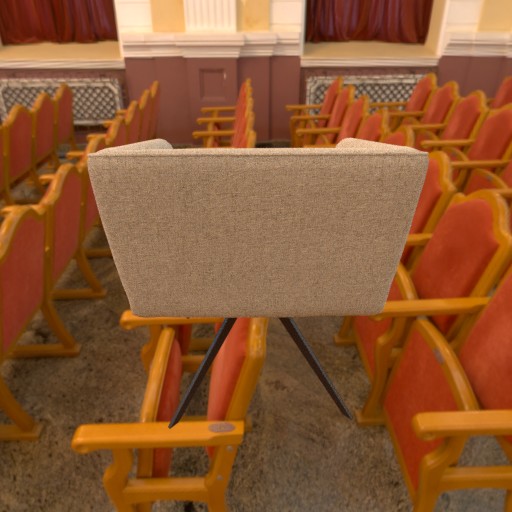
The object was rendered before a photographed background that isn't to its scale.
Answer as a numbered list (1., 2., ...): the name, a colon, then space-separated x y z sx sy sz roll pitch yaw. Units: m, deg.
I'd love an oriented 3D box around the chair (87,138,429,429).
1. chair: 0.000 0.000 1.227 0.628 0.760 0.623 -1 29 -1
